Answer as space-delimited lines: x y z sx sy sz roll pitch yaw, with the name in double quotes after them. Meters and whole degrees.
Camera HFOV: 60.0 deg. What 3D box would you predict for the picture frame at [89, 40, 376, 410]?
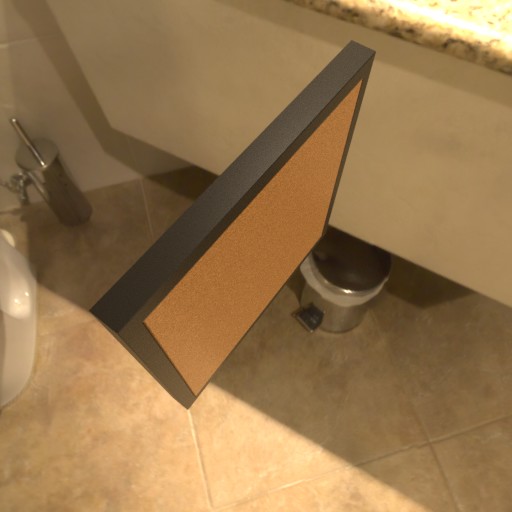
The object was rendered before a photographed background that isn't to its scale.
0.000 0.000 0.528 0.029 0.353 0.355 34 68 16 "picture frame"
